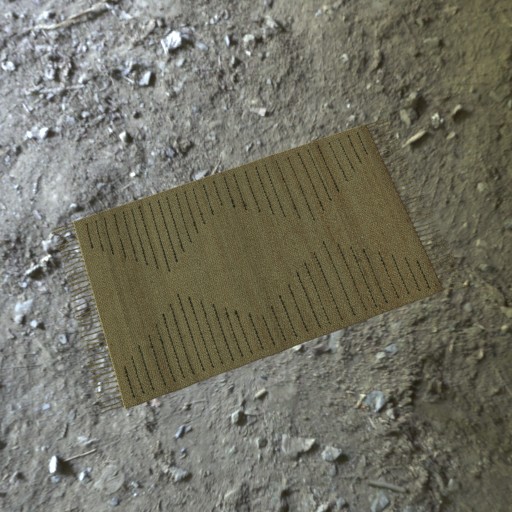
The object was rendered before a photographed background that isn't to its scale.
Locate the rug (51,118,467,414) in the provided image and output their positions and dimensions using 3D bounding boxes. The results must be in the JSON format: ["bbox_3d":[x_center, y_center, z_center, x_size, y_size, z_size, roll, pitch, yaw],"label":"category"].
[{"bbox_3d":[0.000,0.000,2.030,1.718,0.017,0.905,-19,77,-5],"label":"rug"}]
